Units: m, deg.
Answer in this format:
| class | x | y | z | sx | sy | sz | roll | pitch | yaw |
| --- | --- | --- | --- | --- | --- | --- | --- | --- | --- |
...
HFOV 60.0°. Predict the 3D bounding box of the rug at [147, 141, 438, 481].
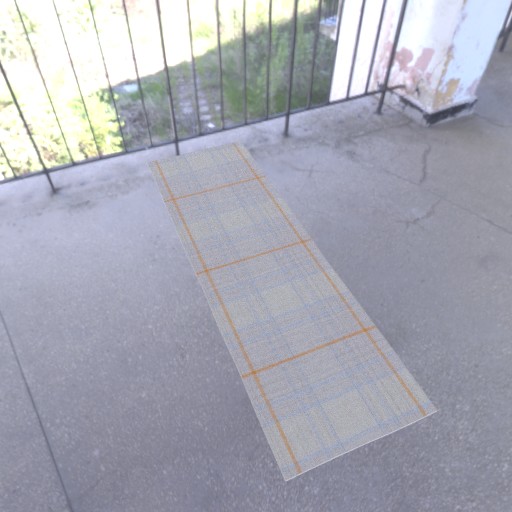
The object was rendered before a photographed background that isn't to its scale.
| class | x | y | z | sx | sy | sz | roll | pitch | yaw |
| --- | --- | --- | --- | --- | --- | --- | --- | --- | --- |
| rug | 0.000 | 0.000 | 2.690 | 0.770 | 0.016 | 2.442 | -17 | 49 | -16 |
